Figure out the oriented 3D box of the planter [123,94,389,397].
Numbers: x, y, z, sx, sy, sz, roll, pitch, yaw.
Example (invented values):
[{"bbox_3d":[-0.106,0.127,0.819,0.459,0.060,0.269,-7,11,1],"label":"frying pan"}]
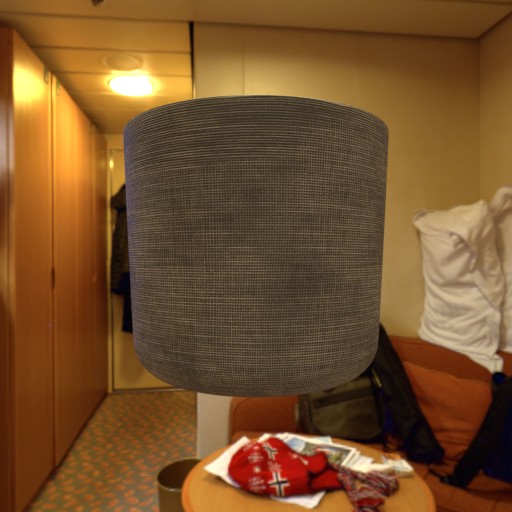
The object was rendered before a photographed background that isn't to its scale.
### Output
[{"bbox_3d":[0.000,0.000,0.766,0.440,0.398,0.440,0,0,0],"label":"planter"}]
